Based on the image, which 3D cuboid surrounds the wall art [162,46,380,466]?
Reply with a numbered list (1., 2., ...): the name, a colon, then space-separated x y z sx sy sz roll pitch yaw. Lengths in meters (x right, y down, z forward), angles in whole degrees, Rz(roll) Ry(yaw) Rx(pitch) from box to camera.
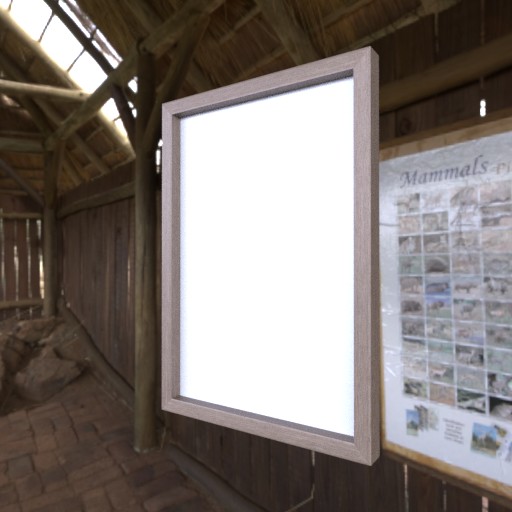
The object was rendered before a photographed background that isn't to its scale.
1. wall art: 0.000 0.000 0.651 0.358 0.510 0.032 0 0 34
